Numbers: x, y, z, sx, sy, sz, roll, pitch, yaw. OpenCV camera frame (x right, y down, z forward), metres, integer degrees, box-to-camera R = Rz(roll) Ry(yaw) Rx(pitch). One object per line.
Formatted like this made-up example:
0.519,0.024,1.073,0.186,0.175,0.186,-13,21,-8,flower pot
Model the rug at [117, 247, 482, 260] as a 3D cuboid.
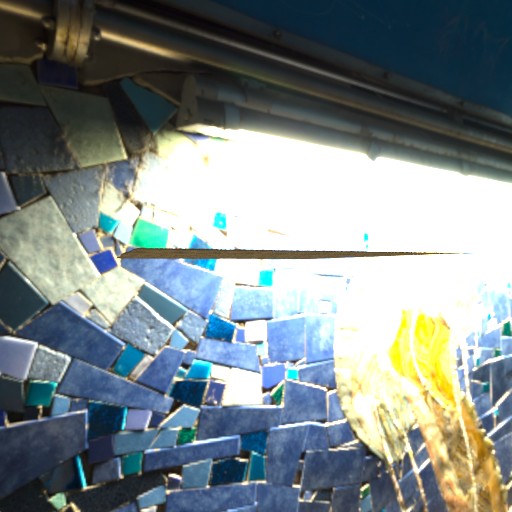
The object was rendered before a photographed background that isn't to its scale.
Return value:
0.000,0.000,4.047,2.371,0.012,3.000,1,-2,-20,rug
